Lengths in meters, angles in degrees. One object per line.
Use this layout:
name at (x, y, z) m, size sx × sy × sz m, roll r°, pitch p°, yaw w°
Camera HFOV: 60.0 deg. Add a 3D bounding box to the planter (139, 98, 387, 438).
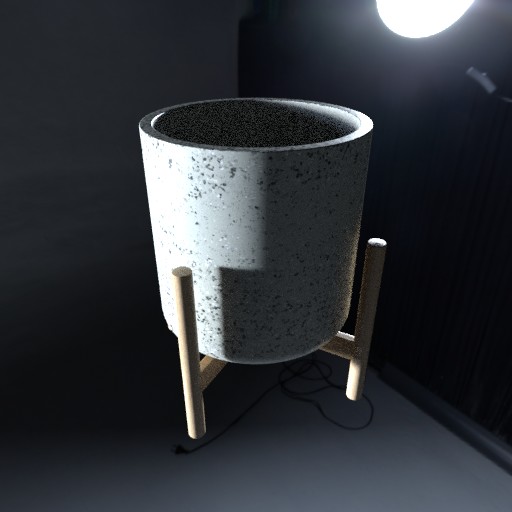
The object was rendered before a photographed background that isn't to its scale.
planter at (0.000, 0.000, 0.692) m, size 0.360 × 0.419 × 0.360 m, roll -22°, pitch 36°, yaw -33°
